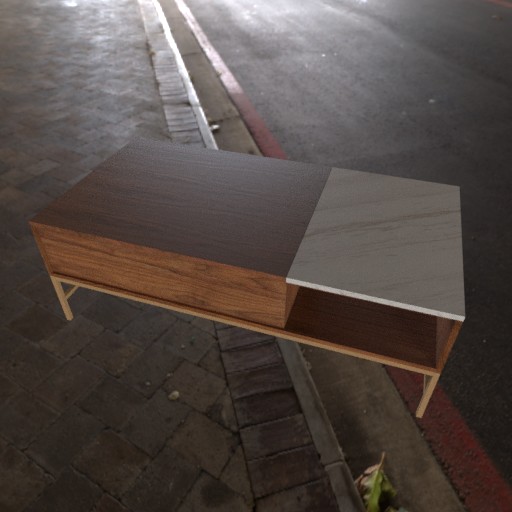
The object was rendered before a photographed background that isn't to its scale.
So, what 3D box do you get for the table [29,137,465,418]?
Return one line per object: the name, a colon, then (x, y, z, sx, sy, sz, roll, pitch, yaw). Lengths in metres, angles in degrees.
table: (0.000, 0.000, 1.951, 1.553, 0.551, 0.789, 12, 41, 14)
